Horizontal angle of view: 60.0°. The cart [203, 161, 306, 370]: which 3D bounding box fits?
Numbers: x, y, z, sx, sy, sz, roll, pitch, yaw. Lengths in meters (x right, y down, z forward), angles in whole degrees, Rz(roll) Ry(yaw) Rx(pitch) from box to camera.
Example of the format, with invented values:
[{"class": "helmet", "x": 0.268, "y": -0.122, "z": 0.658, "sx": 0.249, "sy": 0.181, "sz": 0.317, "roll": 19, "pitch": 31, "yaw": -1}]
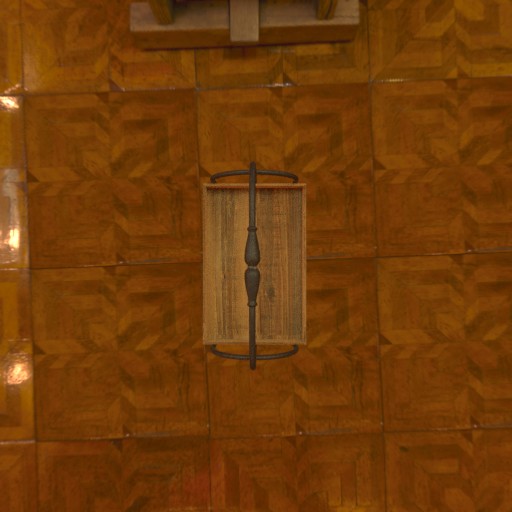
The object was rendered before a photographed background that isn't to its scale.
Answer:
[{"class": "cart", "x": 0.000, "y": 0.000, "z": 1.706, "sx": 0.308, "sy": 1.481, "sz": 0.581, "roll": 0, "pitch": 90, "yaw": 1}]
